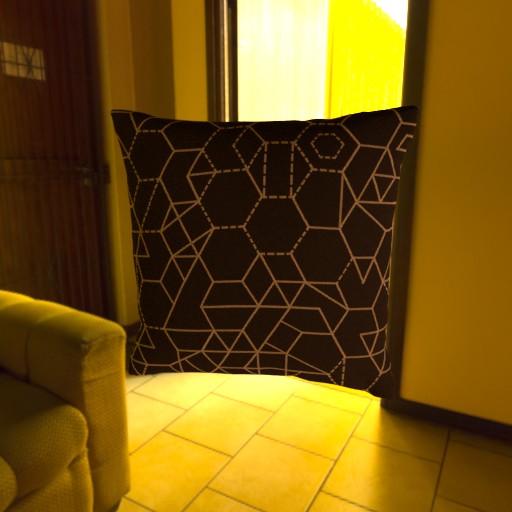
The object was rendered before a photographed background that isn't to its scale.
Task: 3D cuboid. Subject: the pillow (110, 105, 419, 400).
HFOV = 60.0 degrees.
[{"bbox_3d":[0.000,0.000,0.791,0.517,0.508,0.158,2,13,9],"label":"pillow"}]
